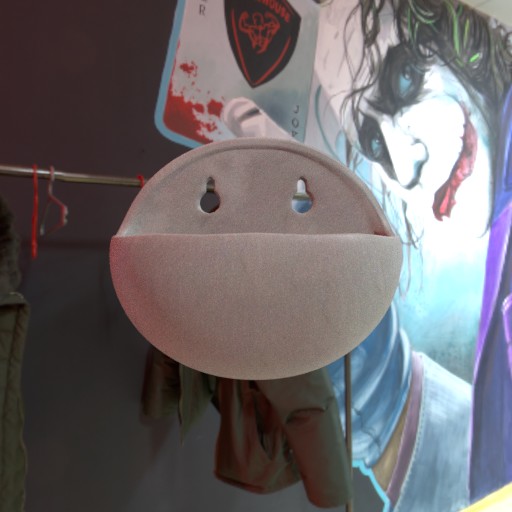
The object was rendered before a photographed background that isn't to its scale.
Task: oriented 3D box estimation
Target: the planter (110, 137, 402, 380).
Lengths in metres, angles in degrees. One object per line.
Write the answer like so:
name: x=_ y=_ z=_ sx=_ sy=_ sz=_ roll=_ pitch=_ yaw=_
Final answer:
planter: x=0.000 y=0.000 z=0.273 sx=0.190 sy=0.164 sz=0.073 roll=0 pitch=-1 yaw=0
